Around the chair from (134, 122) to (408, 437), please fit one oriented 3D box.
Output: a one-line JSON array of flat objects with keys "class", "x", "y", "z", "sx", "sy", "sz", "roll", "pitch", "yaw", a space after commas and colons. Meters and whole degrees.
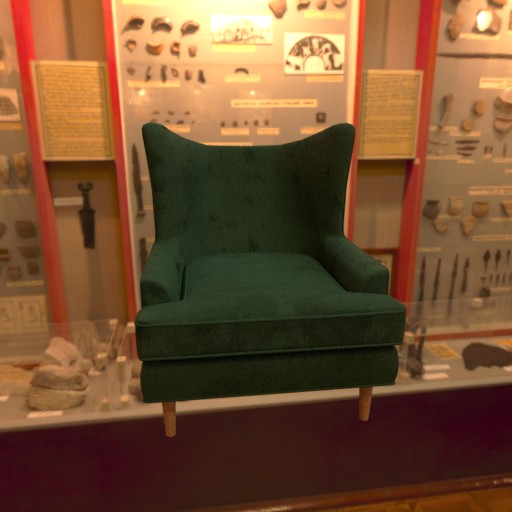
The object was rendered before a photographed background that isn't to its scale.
[{"class": "chair", "x": 0.000, "y": 0.000, "z": 1.642, "sx": 0.793, "sy": 0.952, "sz": 0.910, "roll": -2, "pitch": 16, "yaw": -7}]
